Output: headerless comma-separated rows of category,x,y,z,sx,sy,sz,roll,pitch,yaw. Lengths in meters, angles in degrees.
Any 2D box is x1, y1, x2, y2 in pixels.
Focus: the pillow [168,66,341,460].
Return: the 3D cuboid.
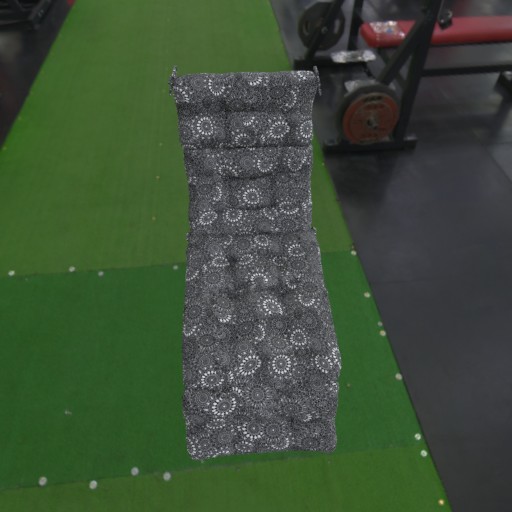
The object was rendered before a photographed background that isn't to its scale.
pillow,0.000,0.000,1.466,0.526,0.863,1.016,-2,48,-2
